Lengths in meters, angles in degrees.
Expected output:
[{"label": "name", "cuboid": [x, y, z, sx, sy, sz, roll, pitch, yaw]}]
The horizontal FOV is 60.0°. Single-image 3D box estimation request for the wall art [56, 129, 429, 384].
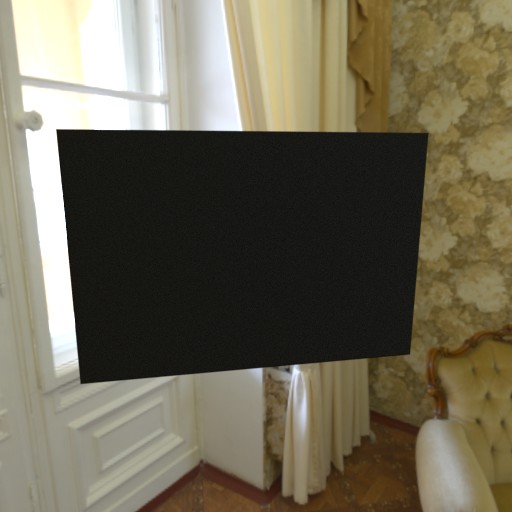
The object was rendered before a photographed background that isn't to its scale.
[{"label": "wall art", "cuboid": [0.000, 0.000, 1.216, 0.964, 0.659, 0.049, -2, 13, -9]}]
